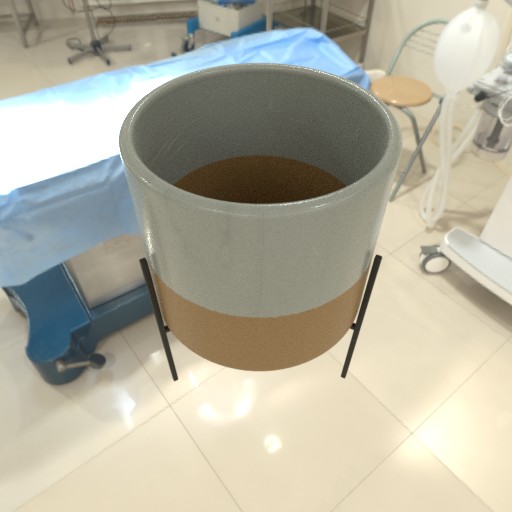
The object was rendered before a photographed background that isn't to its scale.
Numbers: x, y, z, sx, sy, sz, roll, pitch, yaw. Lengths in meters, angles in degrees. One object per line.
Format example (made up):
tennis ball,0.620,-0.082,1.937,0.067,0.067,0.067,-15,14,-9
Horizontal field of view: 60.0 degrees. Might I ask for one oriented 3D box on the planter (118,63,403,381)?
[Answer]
planter,0.000,0.000,0.717,0.360,0.480,0.348,-24,51,-21
